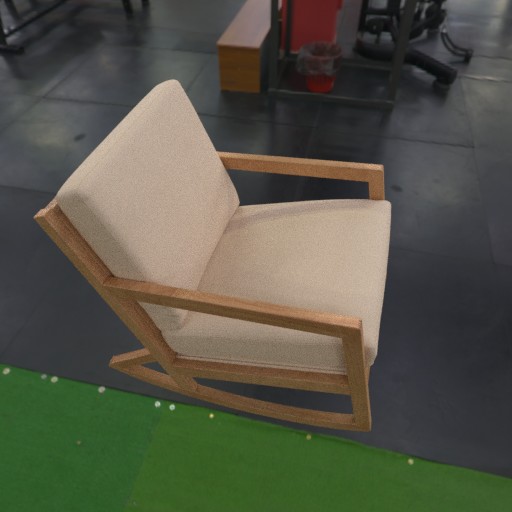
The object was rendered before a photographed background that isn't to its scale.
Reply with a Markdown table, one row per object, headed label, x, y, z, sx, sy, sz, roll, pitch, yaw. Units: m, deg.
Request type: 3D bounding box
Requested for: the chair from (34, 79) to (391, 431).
| label | x | y | z | sx | sy | sz | roll | pitch | yaw |
| --- | --- | --- | --- | --- | --- | --- | --- | --- | --- |
| chair | 0.000 | 0.000 | 1.344 | 0.857 | 0.790 | 0.622 | 12 | 48 | 11 |
